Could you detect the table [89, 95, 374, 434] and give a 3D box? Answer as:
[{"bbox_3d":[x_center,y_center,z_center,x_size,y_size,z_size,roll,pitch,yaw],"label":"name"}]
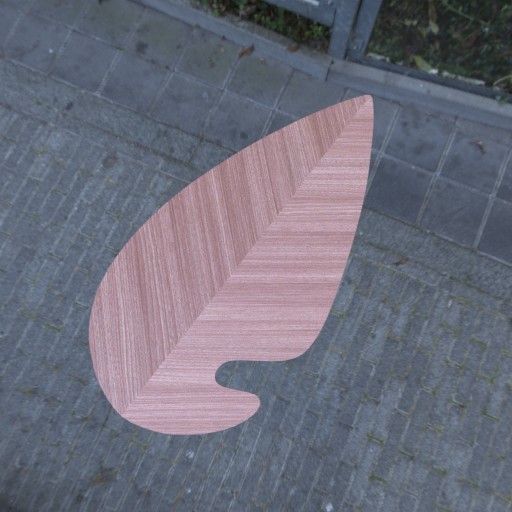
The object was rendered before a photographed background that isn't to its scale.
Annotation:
[{"bbox_3d":[0.000,0.000,1.467,0.598,0.360,1.199,36,80,8],"label":"table"}]
